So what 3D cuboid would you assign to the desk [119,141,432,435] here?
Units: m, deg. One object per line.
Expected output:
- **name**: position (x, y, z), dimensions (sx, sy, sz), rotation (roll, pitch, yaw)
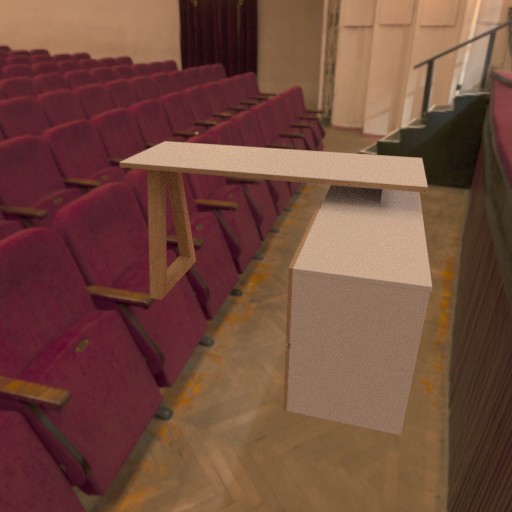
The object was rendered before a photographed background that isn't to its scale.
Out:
- **desk**: position (0.000, 0.000, 2.073), dimensions (1.404, 0.755, 1.098), rotation (7, 27, 14)
